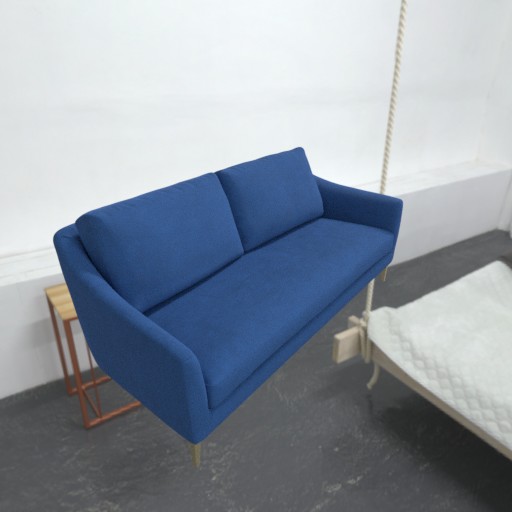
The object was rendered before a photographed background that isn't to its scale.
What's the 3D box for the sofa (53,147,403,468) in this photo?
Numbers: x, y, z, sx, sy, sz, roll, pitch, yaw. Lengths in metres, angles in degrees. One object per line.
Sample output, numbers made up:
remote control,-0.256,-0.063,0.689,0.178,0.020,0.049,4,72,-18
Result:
sofa,0.000,0.000,2.519,0.960,0.903,2.036,18,32,33
